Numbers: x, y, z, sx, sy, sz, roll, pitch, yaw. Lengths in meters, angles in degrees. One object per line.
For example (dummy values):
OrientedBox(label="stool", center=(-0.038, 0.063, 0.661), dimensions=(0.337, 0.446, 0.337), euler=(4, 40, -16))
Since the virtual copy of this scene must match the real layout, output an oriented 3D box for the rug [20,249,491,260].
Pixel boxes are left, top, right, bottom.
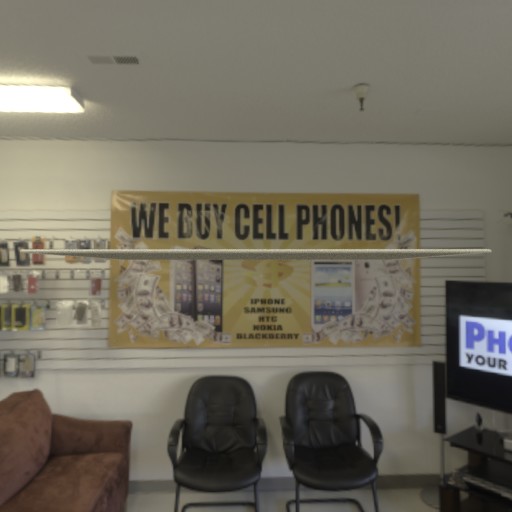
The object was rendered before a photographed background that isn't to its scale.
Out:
OrientedBox(label="rug", center=(0.000, 0.000, 2.319), dimensions=(1.829, 0.013, 1.219), euler=(0, -2, 1))
